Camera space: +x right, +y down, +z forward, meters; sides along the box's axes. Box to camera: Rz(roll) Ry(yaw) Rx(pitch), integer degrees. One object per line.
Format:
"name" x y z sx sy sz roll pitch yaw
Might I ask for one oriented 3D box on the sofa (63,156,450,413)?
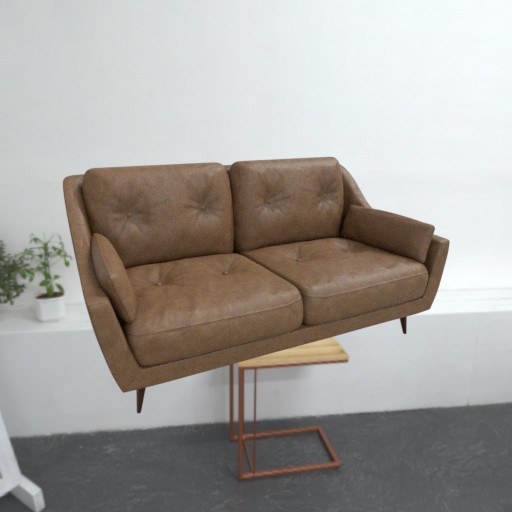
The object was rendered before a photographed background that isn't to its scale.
"sofa" 0.000 0.000 2.242 1.731 0.886 0.981 -9 19 -27
